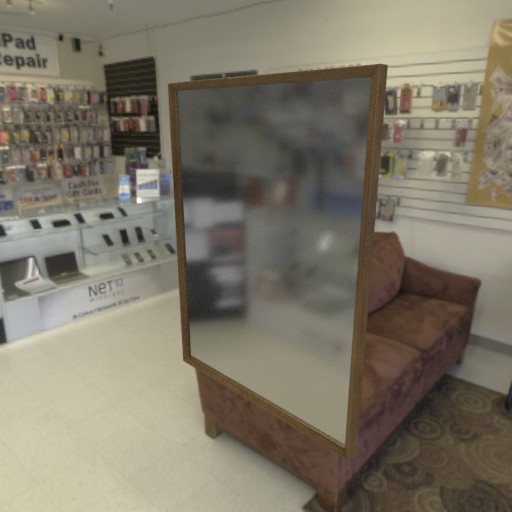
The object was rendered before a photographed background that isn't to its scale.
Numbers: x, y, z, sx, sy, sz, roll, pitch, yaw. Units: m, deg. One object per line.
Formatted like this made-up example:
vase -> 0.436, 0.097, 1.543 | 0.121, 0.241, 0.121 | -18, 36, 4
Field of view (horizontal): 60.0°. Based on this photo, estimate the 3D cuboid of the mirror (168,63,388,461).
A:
mirror -> 0.000, 0.000, 1.345 | 0.762, 1.016, 0.041 | 16, 23, 42
